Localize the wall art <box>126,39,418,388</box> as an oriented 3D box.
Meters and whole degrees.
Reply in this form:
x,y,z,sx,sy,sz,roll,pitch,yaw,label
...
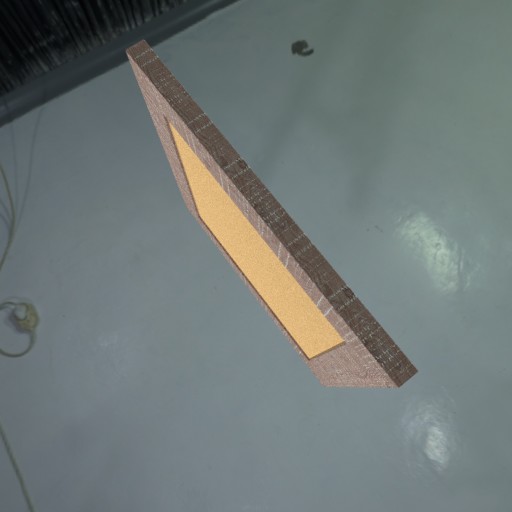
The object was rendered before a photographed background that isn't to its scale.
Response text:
x,y,z,sx,sy,sz,roll,pitch,yaw,label
0.000,0.000,0.778,0.029,0.531,0.531,-36,77,-10,wall art
